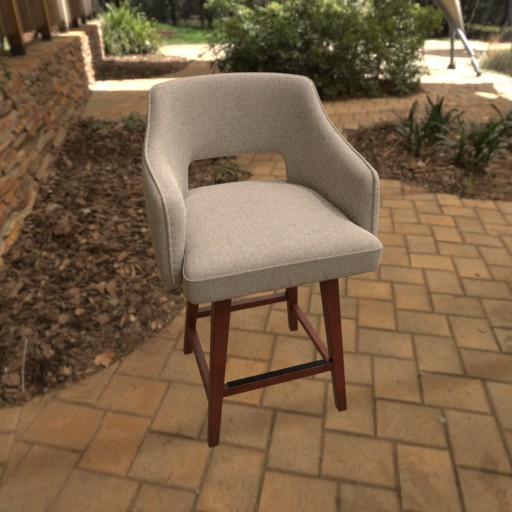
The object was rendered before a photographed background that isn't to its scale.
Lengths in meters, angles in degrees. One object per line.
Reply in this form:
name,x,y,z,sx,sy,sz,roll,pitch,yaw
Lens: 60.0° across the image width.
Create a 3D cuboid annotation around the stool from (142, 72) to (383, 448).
stool,0.000,0.000,1.320,0.599,0.944,0.558,-9,32,-15
